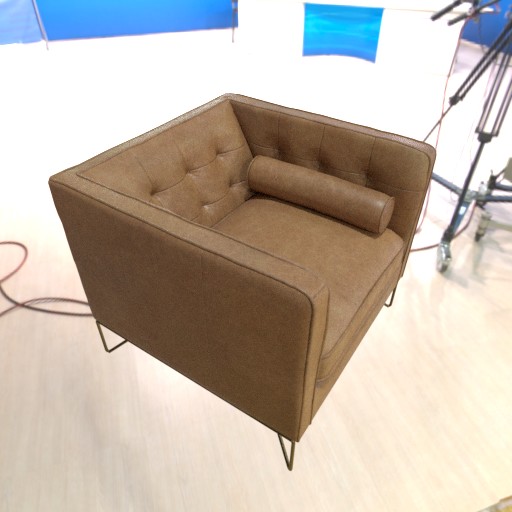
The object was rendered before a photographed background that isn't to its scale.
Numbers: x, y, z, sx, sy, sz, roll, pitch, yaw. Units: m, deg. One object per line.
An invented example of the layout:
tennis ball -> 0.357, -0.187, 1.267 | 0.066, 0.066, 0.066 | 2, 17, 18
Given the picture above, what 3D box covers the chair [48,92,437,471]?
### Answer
chair -> 0.000, 0.000, 1.640 | 0.912, 0.797, 0.920 | 23, 45, 26
